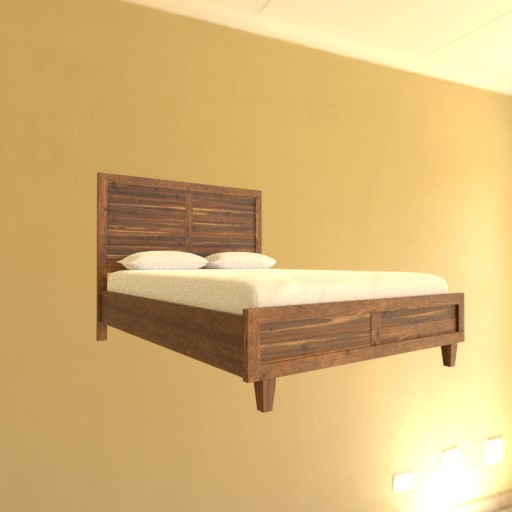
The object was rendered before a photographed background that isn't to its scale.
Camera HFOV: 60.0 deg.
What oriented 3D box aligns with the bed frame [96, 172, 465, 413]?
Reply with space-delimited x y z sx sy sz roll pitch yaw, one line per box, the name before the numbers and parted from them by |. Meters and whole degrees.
bed frame | 0.000 0.000 3.311 1.696 1.417 2.276 0 -1 -35
